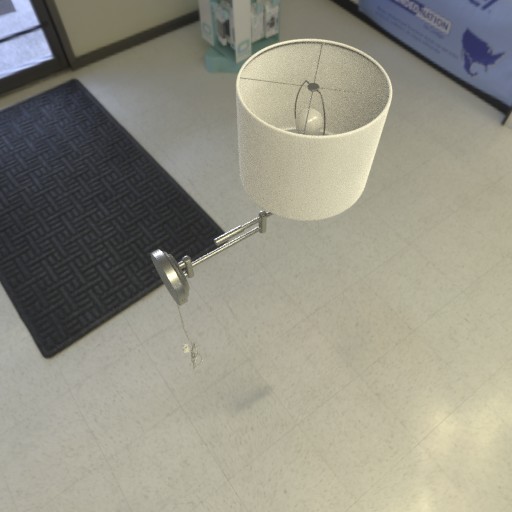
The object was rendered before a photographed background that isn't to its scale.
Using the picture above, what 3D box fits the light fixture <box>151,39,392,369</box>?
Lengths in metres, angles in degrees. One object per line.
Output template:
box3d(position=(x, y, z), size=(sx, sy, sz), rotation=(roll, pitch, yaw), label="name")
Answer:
box3d(position=(0.000, 0.000, 1.039), size=(0.479, 0.842, 0.253), rotation=(-29, 62, -18), label="light fixture")
